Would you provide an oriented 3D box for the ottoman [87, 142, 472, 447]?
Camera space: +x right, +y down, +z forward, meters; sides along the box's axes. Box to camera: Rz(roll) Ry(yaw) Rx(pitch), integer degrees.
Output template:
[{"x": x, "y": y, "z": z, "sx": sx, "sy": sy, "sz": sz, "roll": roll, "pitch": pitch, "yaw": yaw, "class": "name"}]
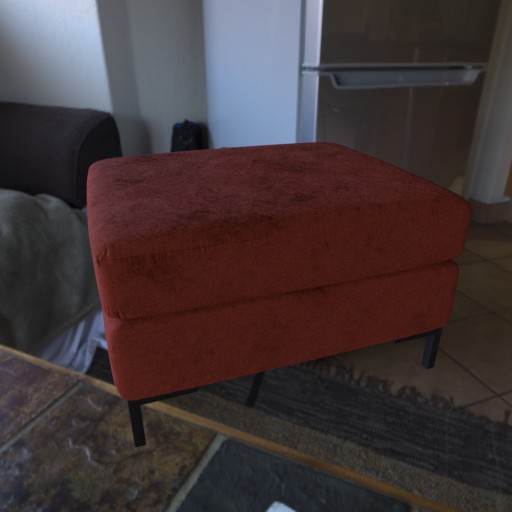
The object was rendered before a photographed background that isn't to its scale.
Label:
[{"x": 0.000, "y": 0.000, "z": 1.162, "sx": 0.782, "sy": 0.462, "sz": 0.650, "roll": -9, "pitch": 27, "yaw": -17, "class": "ottoman"}]
